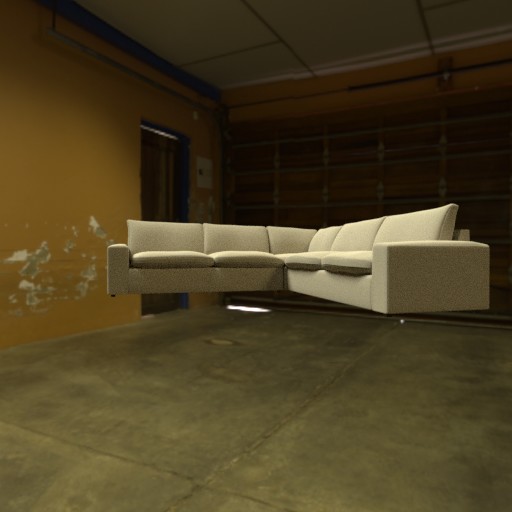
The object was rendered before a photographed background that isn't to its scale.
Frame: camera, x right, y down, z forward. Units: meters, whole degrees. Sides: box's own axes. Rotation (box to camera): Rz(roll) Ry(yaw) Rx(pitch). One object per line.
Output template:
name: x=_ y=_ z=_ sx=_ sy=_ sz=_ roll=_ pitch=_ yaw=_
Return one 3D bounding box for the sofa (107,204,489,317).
sofa: x=0.000 y=0.000 z=4.744 sx=3.066 sy=0.918 sz=3.206 roll=0 pitch=1 yaw=-16
